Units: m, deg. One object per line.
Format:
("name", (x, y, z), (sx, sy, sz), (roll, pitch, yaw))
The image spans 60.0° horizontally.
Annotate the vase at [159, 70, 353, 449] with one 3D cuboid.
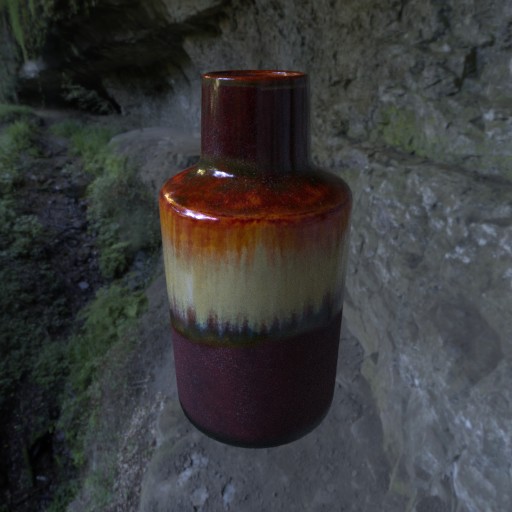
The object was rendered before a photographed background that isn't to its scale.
("vase", (0.000, 0.000, 0.266), (0.108, 0.204, 0.108), (0, 26, 0))
